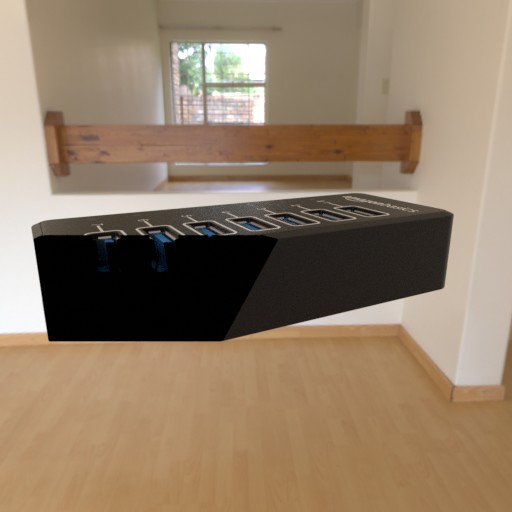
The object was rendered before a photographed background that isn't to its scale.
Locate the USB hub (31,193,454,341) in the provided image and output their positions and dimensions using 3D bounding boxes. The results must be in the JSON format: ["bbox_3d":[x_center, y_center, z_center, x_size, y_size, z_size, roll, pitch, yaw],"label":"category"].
[{"bbox_3d":[0.000,0.000,0.124,0.110,0.023,0.044,-9,19,-26],"label":"USB hub"}]
